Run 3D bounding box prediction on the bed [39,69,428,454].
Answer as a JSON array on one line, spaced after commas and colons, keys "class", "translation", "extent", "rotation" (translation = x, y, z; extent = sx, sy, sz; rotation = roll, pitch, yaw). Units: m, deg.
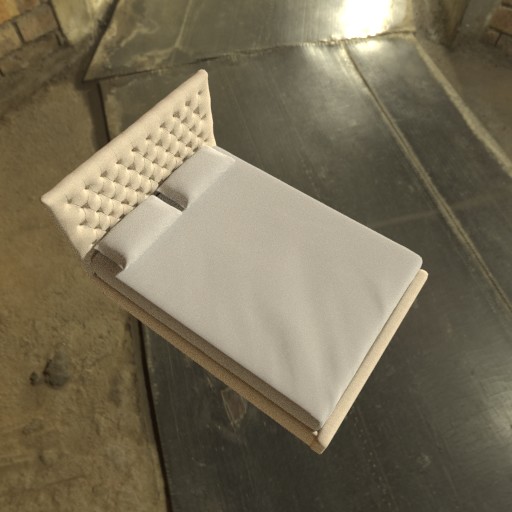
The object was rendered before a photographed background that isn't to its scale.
[{"class": "bed", "translation": [0.000, 0.000, 3.501], "extent": [2.387, 1.427, 1.698], "rotation": [32, 64, 18]}]
